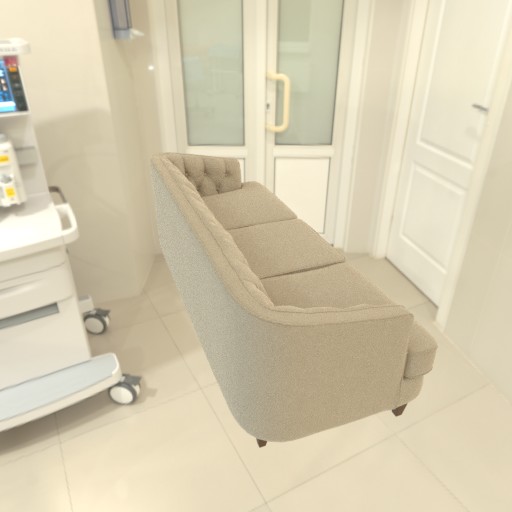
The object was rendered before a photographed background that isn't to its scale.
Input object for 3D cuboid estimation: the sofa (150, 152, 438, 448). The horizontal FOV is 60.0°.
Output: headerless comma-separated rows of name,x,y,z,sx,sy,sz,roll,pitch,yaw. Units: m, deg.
sofa,0.000,0.000,2.767,0.941,0.855,2.278,-11,32,-18
